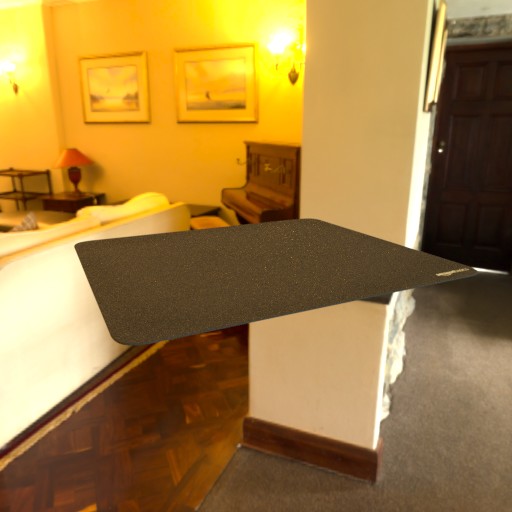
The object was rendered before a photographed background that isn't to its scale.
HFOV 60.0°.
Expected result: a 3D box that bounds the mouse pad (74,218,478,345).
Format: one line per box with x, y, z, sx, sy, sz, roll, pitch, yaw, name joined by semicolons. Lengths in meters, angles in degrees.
0.000;0.000;0.627;0.451;0.002;0.393;-8;18;-25;mouse pad
